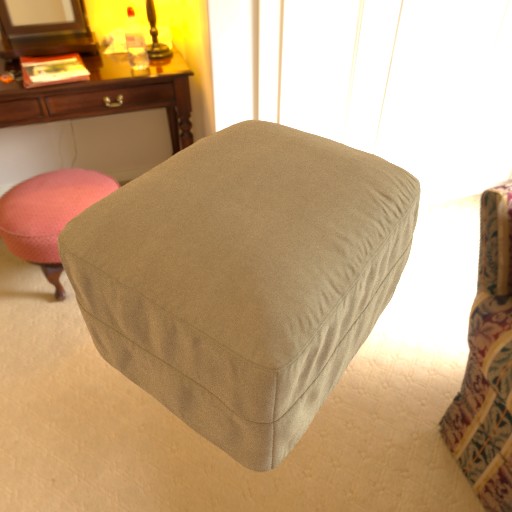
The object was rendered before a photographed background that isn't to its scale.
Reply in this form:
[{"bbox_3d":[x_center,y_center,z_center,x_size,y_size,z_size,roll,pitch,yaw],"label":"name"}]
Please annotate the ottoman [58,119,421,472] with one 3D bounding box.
[{"bbox_3d":[0.000,0.000,1.068,0.584,0.480,0.712,25,47,26],"label":"ottoman"}]
